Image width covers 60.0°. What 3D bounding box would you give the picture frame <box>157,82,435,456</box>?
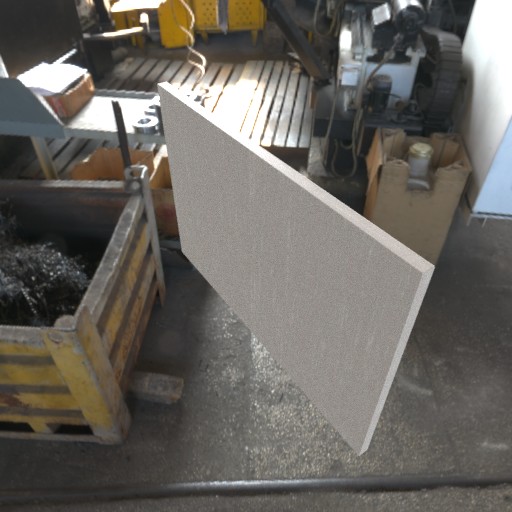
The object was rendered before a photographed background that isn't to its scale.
[{"bbox_3d":[0.000,0.000,1.199,0.029,0.640,0.950,-25,48,-25],"label":"picture frame"}]
